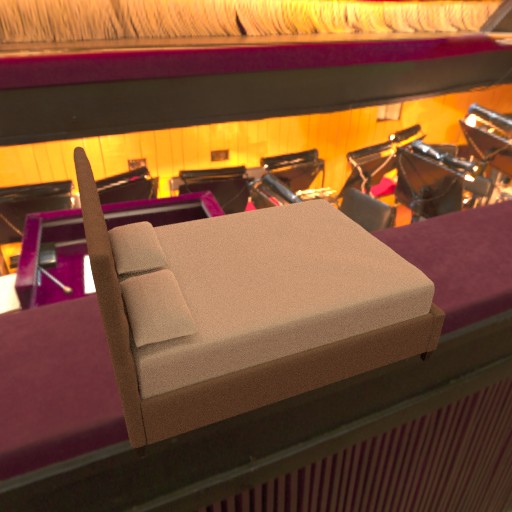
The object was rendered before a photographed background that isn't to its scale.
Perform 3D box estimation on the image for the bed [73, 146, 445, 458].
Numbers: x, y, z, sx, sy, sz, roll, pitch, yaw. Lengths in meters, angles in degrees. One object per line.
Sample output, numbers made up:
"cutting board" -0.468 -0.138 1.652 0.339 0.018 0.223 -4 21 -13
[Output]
"bed" 0.000 0.000 3.288 2.233 1.426 1.696 -12 33 -19
